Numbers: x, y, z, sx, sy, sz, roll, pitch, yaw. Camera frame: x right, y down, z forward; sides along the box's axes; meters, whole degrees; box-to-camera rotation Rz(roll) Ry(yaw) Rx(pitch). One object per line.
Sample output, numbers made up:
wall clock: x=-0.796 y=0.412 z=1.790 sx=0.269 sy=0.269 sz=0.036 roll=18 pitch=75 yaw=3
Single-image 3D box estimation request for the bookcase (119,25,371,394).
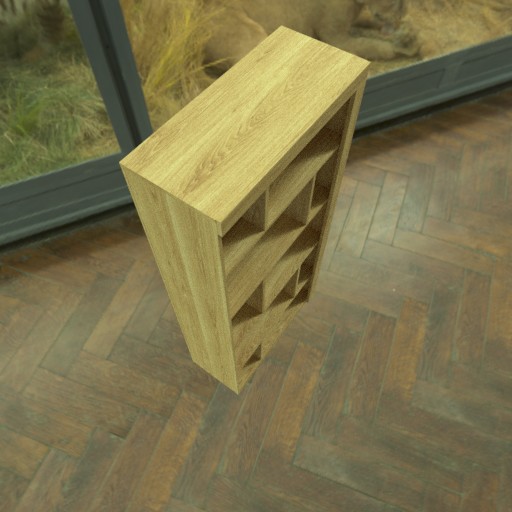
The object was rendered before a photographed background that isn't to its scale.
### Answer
bookcase: x=0.000 y=0.000 z=2.443 sx=0.420 sy=2.020 sz=0.950 roll=31 pitch=63 yaw=18
